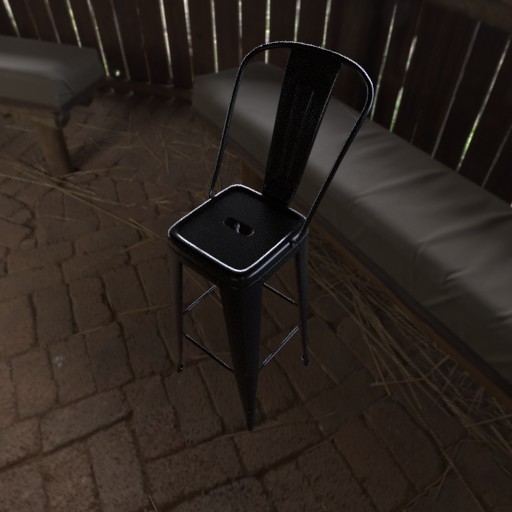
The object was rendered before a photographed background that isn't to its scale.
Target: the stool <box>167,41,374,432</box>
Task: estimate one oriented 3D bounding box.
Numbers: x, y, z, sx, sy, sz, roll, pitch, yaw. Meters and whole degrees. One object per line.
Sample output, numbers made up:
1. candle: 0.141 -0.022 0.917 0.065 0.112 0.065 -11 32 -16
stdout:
1. stool: 0.000 0.000 1.363 0.399 1.096 0.513 30 52 27
